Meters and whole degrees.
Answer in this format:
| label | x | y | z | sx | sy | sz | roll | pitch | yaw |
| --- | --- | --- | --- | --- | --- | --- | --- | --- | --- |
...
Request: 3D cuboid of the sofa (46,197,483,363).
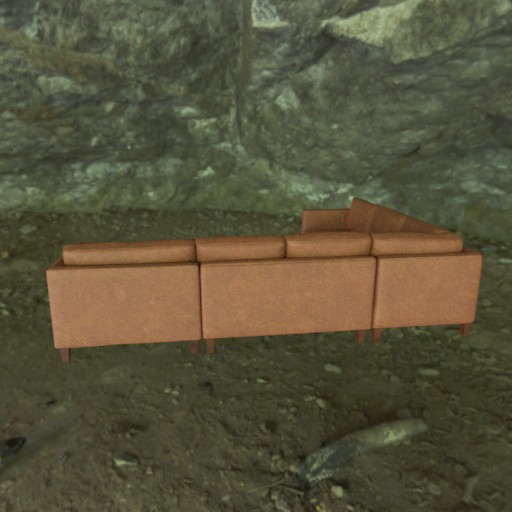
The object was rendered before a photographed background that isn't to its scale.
| label | x | y | z | sx | sy | sz | roll | pitch | yaw |
| --- | --- | --- | --- | --- | --- | --- | --- | --- | --- |
| sofa | 0.000 | 0.000 | 4.687 | 3.460 | 0.923 | 2.593 | -2 | 15 | -8 |
